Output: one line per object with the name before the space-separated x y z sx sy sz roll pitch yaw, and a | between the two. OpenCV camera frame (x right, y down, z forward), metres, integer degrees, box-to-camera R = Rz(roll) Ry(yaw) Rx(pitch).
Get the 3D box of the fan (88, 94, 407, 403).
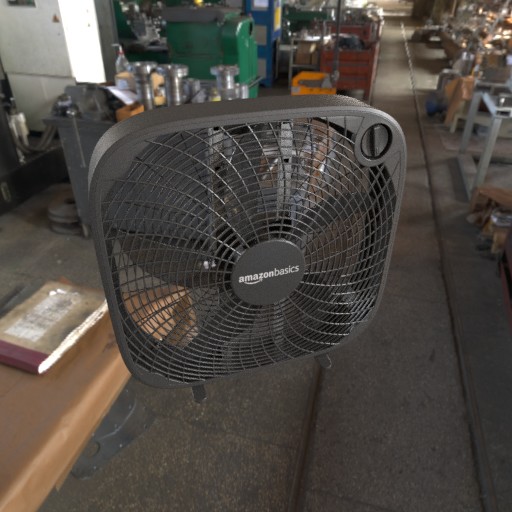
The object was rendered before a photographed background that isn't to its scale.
fan | 0.000 0.000 0.800 0.526 0.533 0.142 -10 34 -16
